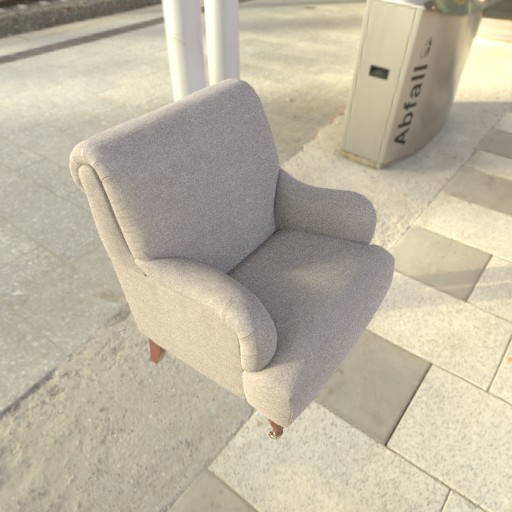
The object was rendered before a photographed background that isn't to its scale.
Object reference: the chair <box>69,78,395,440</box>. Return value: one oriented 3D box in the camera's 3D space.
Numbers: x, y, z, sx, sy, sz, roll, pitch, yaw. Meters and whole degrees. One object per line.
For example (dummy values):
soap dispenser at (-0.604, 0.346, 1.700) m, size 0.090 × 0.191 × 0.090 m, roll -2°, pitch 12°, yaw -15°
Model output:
chair at (0.000, 0.000, 1.566) m, size 0.843 × 0.942 × 0.766 m, roll 25°, pitch 46°, yaw 27°
